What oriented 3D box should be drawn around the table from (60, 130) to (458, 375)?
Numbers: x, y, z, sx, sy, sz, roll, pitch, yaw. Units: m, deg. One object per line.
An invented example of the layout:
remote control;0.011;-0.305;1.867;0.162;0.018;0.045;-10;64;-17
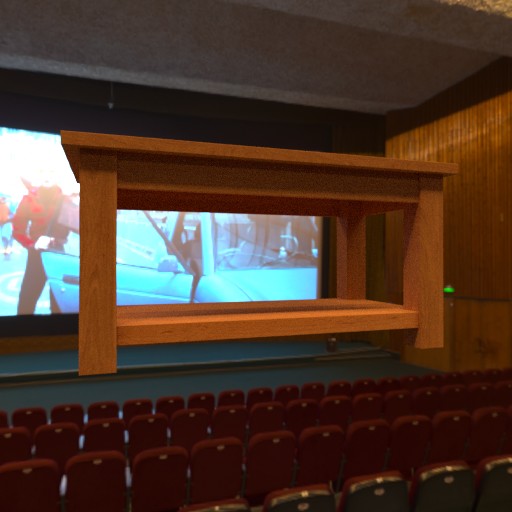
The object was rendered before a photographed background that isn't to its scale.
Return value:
table;0.000;0.000;1.159;0.899;0.452;0.450;0;0;-18
